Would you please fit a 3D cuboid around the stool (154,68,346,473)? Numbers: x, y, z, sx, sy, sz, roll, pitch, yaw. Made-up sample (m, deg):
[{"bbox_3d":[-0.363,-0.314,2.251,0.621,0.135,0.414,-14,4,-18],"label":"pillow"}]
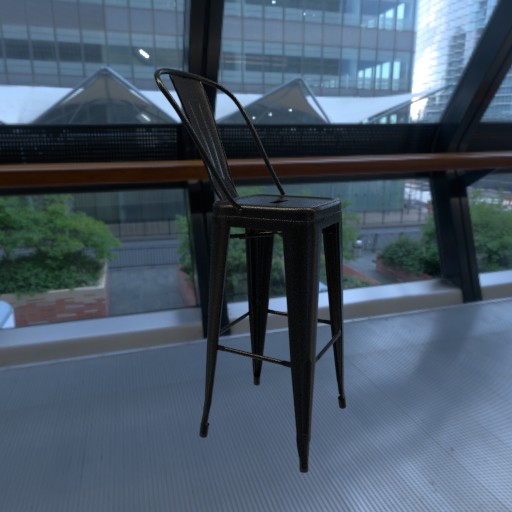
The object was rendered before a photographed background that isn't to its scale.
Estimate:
[{"bbox_3d":[0.000,0.000,1.360,0.513,1.096,0.399,7,15,27],"label":"stool"}]
